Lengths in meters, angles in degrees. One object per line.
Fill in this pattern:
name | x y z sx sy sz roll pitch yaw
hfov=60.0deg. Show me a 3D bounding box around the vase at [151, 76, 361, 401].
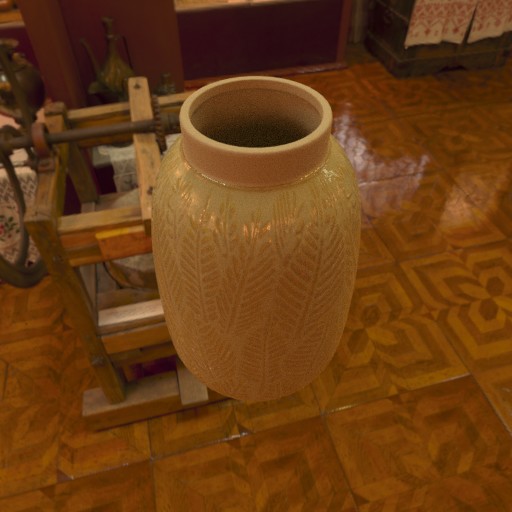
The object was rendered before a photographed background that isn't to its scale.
vase | 0.000 0.000 0.378 0.172 0.270 0.172 0 47 0
